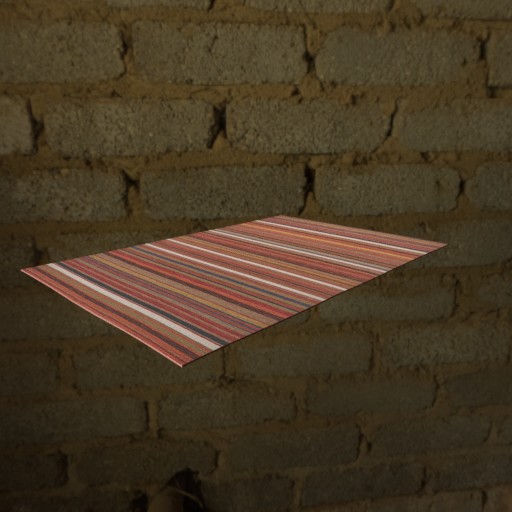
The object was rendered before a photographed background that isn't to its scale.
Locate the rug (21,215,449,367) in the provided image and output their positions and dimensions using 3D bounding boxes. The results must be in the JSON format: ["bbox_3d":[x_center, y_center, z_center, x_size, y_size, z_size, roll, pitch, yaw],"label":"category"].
[{"bbox_3d":[0.000,0.000,2.239,1.217,0.007,1.828,15,22,42],"label":"rug"}]
